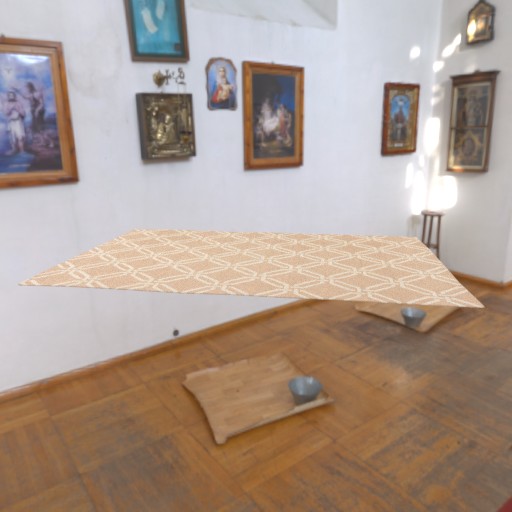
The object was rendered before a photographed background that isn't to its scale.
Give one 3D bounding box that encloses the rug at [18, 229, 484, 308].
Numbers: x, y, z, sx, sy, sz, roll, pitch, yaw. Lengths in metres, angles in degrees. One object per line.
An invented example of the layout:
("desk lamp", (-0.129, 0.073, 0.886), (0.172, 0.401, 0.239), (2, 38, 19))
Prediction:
("rug", (0.000, 0.000, 2.168), (1.745, 0.010, 1.146), (2, 15, 8))
